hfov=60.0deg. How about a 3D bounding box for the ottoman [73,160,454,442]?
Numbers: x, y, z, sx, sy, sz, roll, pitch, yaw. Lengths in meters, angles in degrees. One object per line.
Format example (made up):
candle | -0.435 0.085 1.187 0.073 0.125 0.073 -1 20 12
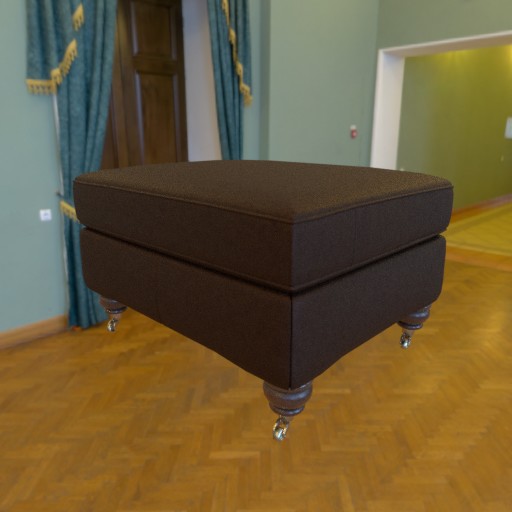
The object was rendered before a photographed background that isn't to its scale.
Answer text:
ottoman | 0.000 0.000 1.814 1.187 0.730 0.967 15 22 42
